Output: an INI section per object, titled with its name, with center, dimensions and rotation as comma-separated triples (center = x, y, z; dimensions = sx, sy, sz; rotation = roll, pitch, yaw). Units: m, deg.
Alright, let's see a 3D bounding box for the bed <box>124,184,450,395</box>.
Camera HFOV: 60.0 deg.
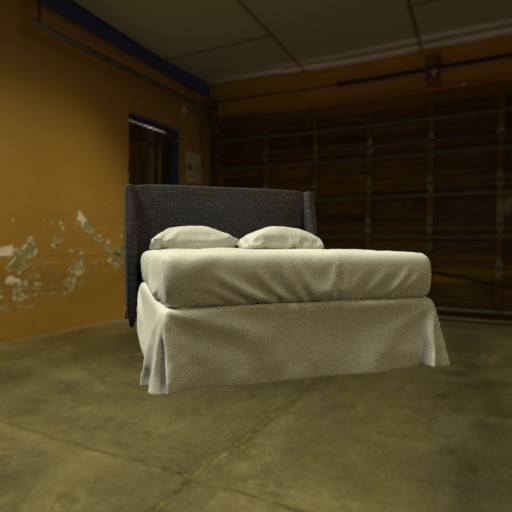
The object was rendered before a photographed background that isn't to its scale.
[bed]
center = 0.000, 0.000, 3.438
dimensions = 1.925, 1.332, 2.276
rotation = 0, 1, -18
